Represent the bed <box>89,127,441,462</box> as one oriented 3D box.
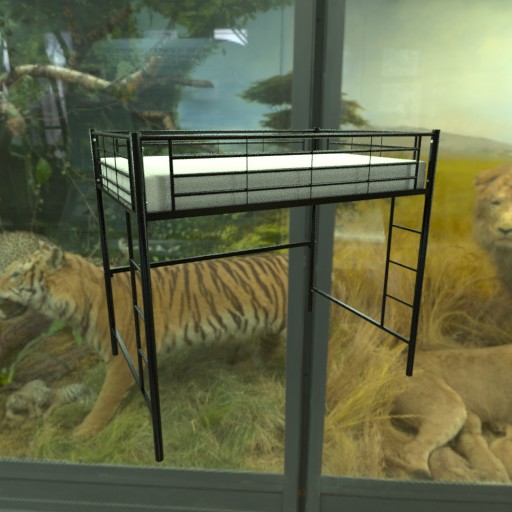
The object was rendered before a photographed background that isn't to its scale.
[{"bbox_3d":[0.000,0.000,3.276,1.994,1.803,1.397,-8,19,-26],"label":"bed"}]
